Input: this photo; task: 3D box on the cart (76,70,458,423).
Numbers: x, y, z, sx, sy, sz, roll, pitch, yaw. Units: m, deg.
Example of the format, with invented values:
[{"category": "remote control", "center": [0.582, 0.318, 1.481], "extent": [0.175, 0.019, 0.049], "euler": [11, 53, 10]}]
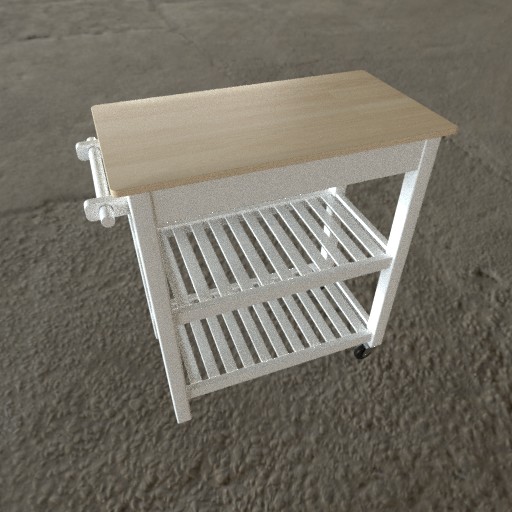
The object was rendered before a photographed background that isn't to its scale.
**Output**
[{"category": "cart", "center": [0.000, 0.000, 1.431], "extent": [0.899, 0.927, 0.457], "euler": [-14, 42, -15]}]
